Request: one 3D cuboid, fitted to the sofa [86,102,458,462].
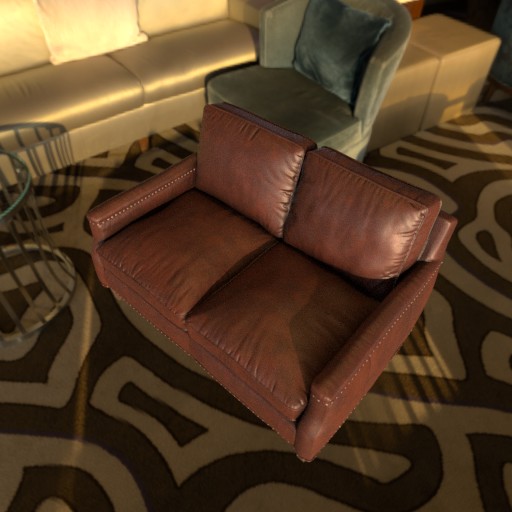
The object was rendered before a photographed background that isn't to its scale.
[{"bbox_3d":[0.000,0.000,2.317,1.628,1.003,1.083,33,55,28],"label":"sofa"}]
